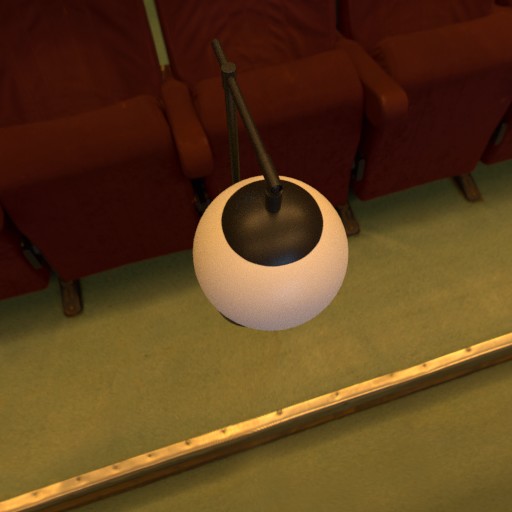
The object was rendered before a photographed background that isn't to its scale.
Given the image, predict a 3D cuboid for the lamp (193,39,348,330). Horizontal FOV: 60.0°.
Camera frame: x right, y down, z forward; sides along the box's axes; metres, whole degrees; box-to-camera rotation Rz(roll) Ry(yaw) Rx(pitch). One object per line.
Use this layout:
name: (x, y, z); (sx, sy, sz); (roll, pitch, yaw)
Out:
lamp: (0.000, 0.000, 0.703); (0.197, 0.559, 0.316); (-16, 64, -8)
